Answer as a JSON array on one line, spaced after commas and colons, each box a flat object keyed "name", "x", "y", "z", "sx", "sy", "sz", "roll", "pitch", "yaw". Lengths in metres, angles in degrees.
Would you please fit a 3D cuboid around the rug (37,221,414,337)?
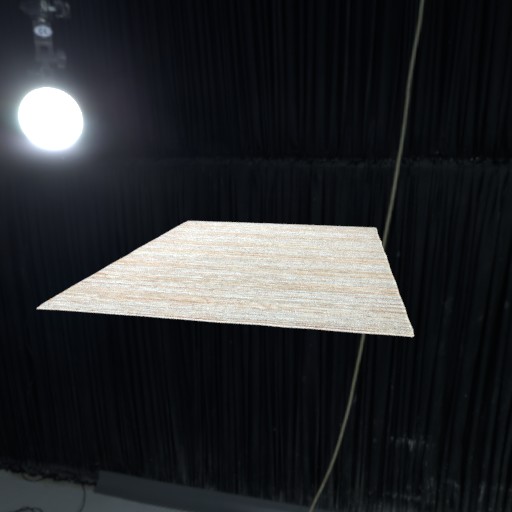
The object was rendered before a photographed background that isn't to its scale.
[{"name": "rug", "x": 0.000, "y": 0.000, "z": 3.980, "sx": 2.313, "sy": 0.009, "sz": 2.939, "roll": 3, "pitch": 16, "yaw": 10}]
